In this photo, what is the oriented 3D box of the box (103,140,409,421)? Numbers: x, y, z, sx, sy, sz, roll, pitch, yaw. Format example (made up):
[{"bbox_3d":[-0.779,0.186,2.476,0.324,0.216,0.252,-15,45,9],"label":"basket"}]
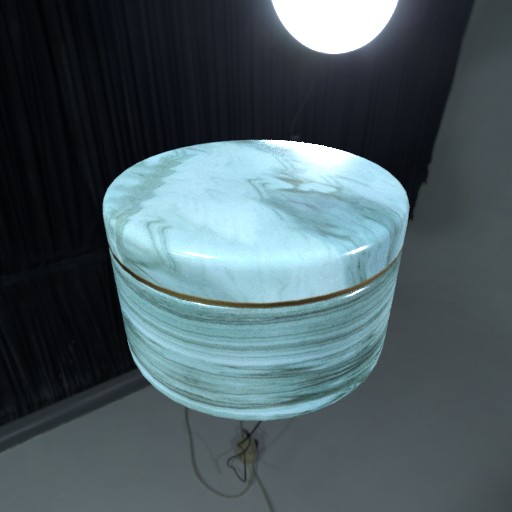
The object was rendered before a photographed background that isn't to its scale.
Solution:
[{"bbox_3d":[0.000,0.000,0.166,0.101,0.063,0.101,0,31,0],"label":"box"}]
